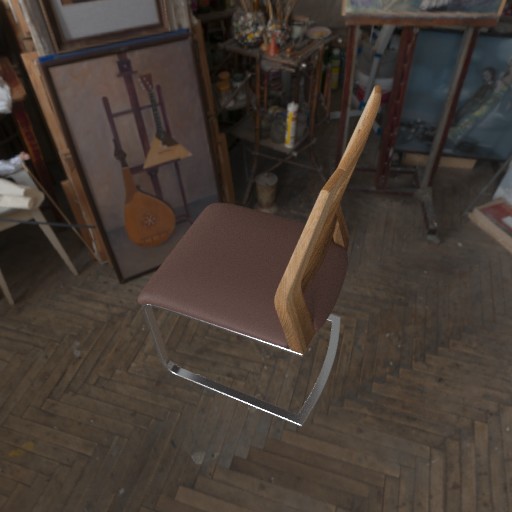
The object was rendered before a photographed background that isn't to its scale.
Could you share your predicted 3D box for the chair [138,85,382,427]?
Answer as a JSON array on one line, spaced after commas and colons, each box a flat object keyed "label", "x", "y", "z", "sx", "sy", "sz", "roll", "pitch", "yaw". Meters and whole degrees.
[{"label": "chair", "x": 0.000, "y": 0.000, "z": 1.288, "sx": 0.570, "sy": 0.970, "sz": 0.460, "roll": 17, "pitch": 49, "yaw": 15}]
